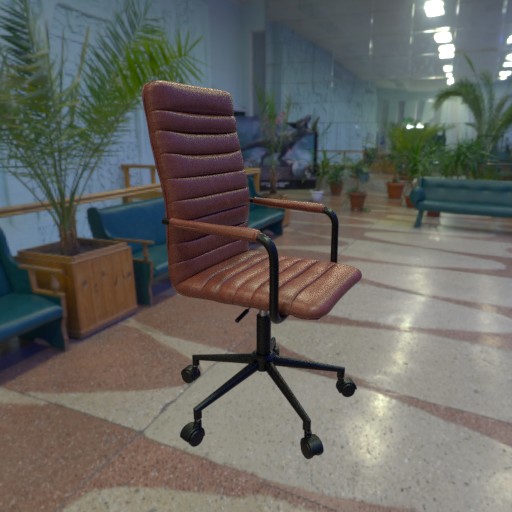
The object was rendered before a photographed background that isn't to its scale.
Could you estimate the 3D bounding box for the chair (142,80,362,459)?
[{"bbox_3d":[0.000,0.000,1.332,0.580,0.979,0.608,8,17,27],"label":"chair"}]
